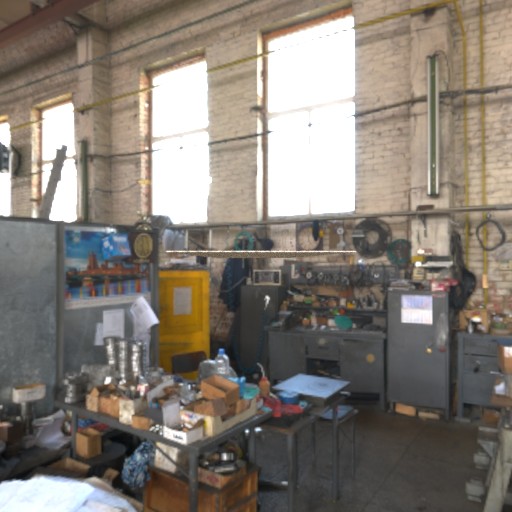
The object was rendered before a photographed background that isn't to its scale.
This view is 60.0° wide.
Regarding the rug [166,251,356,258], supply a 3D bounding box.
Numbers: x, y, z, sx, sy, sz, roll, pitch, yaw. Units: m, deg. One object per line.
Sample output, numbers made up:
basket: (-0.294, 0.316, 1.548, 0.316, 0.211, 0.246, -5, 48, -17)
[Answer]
rug: (0.000, 0.000, 2.708, 0.660, 0.005, 2.464, 0, -1, -1)
